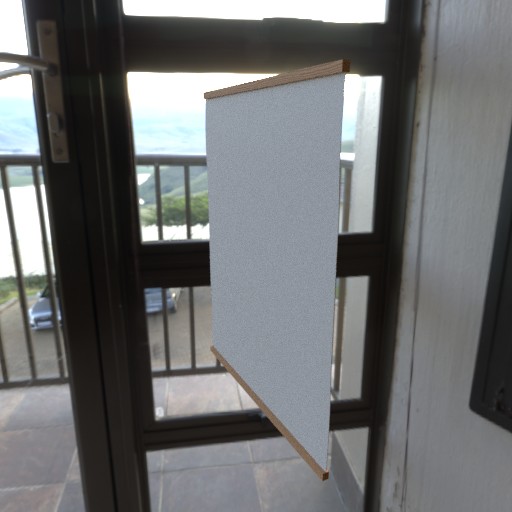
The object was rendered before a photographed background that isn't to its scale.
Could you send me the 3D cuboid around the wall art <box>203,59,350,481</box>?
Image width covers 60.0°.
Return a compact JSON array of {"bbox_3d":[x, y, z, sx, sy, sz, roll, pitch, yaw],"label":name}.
[{"bbox_3d":[0.000,0.000,0.685,0.010,0.507,0.404,-8,17,-26],"label":"wall art"}]
